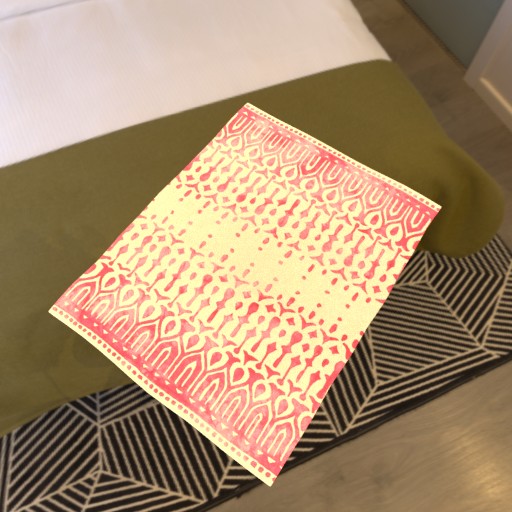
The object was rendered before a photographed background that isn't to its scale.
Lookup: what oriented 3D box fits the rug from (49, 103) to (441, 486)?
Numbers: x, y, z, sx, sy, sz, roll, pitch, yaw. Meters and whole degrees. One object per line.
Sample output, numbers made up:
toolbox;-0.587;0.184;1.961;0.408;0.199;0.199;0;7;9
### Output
rug;0.000;0.000;4.229;2.441;0.016;3.095;33;69;14
